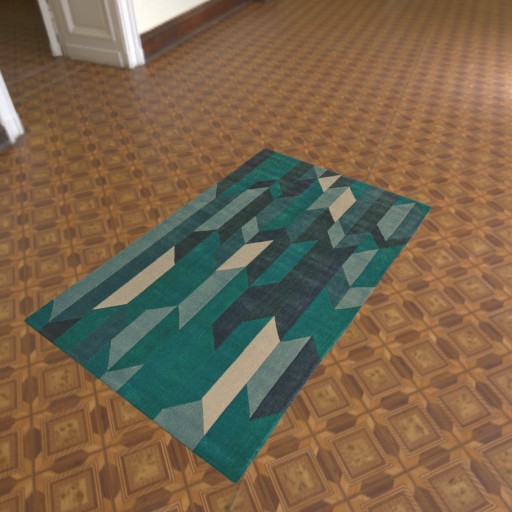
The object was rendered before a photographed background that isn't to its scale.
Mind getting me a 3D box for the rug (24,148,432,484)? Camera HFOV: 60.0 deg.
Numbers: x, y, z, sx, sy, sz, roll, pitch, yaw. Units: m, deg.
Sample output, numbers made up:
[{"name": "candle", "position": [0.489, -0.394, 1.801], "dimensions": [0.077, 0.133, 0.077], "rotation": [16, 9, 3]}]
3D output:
[{"name": "rug", "position": [0.000, 0.000, 2.917], "dimensions": [1.528, 0.005, 2.420], "rotation": [26, 48, 25]}]
